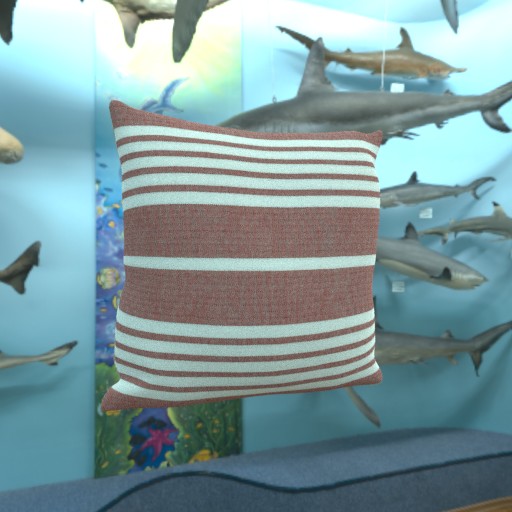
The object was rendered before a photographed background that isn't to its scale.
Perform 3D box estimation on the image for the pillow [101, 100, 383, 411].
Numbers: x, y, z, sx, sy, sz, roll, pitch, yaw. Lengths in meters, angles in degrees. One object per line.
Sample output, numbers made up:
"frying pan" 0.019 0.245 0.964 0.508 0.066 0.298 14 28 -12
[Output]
"pillow" 0.000 0.000 0.664 0.439 0.427 0.182 0 0 -17
